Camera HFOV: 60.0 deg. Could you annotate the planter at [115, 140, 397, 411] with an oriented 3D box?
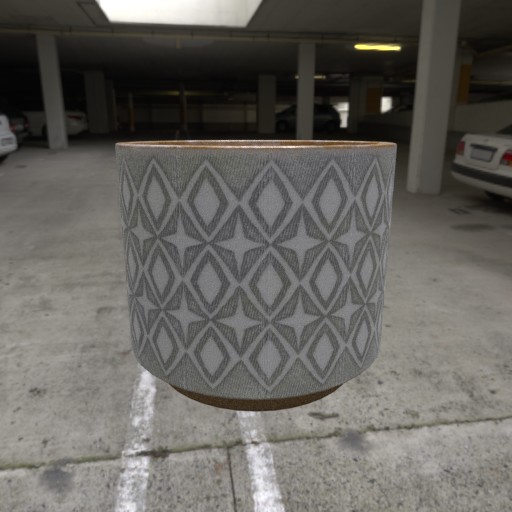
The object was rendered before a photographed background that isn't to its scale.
[{"bbox_3d":[0.000,0.000,0.448,0.255,0.223,0.255,0,16,0],"label":"planter"}]
